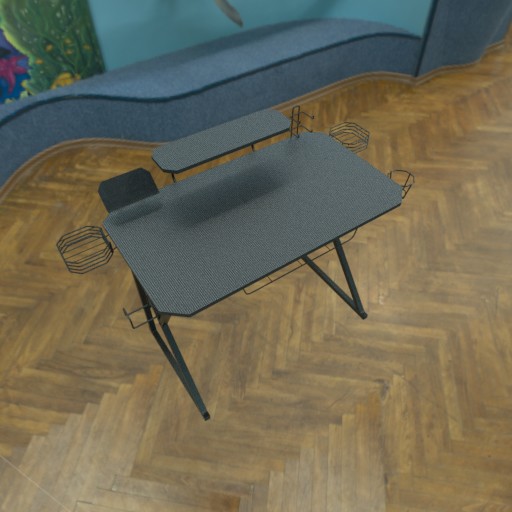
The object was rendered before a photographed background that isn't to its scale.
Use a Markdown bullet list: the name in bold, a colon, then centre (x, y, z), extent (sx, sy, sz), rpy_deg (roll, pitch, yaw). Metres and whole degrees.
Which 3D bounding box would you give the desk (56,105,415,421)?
- **desk**: centre (0.000, 0.000, 1.762), extent (1.290, 0.880, 0.580), rpy_deg (-27, 53, -22)
